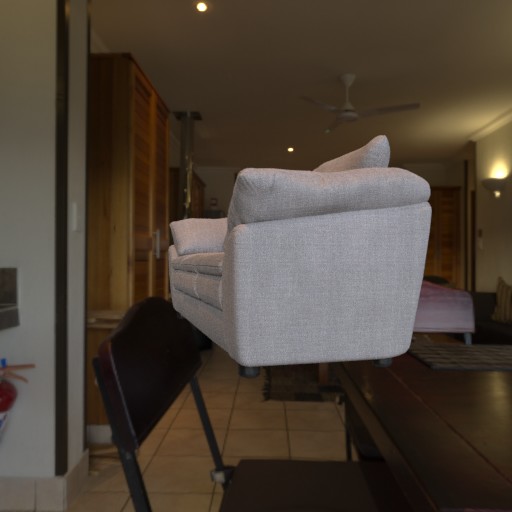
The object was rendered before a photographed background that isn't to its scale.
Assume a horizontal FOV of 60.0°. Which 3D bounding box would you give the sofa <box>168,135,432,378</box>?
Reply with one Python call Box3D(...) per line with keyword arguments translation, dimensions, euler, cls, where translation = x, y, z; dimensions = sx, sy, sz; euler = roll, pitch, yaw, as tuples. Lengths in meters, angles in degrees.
Box3D(translation=(0.000, 0.000, 2.787), dimensions=(0.878, 0.996, 2.334), euler=(0, -1, -17), cls="sofa")
